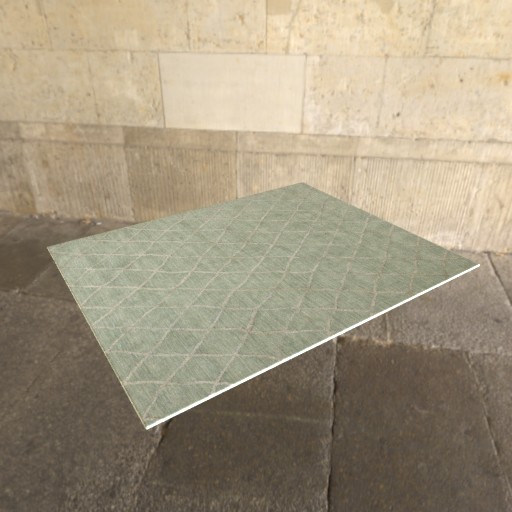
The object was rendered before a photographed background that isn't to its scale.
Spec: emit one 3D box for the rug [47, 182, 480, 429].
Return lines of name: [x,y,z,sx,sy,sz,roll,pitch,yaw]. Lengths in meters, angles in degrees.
rug: [0.000,0.000,3.969,3.039,0.019,2.420,-19,35,-29]
